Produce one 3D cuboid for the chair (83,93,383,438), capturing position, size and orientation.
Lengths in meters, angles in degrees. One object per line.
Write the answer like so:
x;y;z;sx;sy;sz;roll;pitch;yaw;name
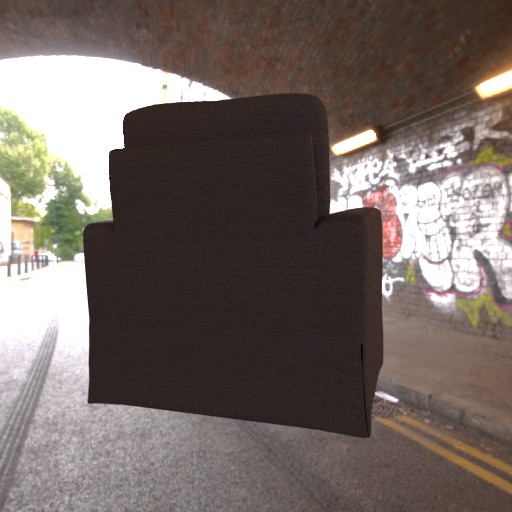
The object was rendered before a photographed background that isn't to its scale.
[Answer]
0.000;0.000;1.487;0.798;0.855;0.863;0;1;18;chair
